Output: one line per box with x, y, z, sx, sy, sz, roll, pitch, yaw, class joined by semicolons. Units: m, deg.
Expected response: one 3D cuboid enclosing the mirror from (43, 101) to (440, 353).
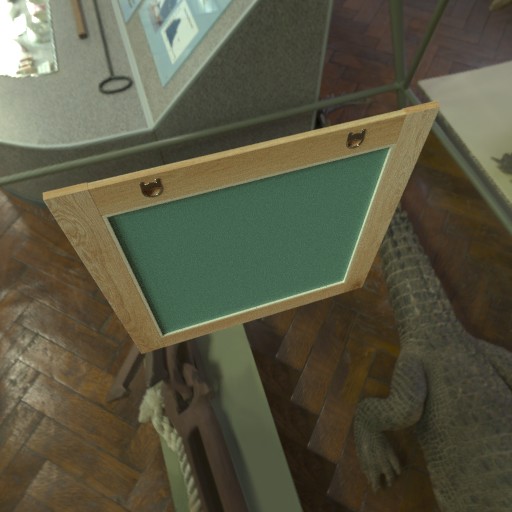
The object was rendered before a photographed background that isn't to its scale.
0.000;0.000;1.196;0.800;0.800;0.020;-16;59;-9;mirror
